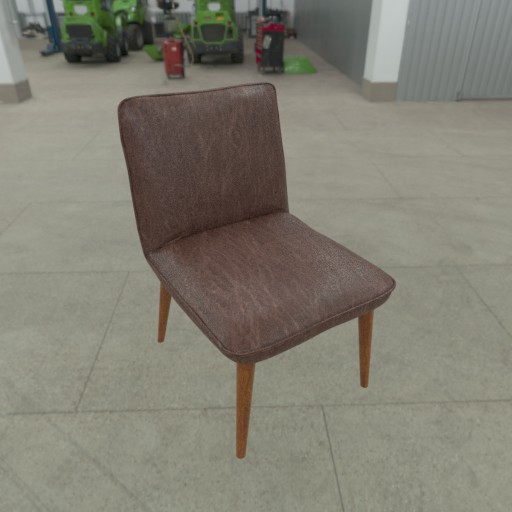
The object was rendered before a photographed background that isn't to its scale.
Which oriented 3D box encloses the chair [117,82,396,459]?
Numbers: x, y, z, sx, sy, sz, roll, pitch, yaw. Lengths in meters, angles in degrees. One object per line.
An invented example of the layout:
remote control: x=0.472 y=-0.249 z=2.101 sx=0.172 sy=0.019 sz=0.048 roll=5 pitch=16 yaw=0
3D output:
chair: x=0.000 y=0.000 z=1.232 sx=0.543 sy=0.803 sz=0.645 roll=-21 pitch=37 yaw=-31
